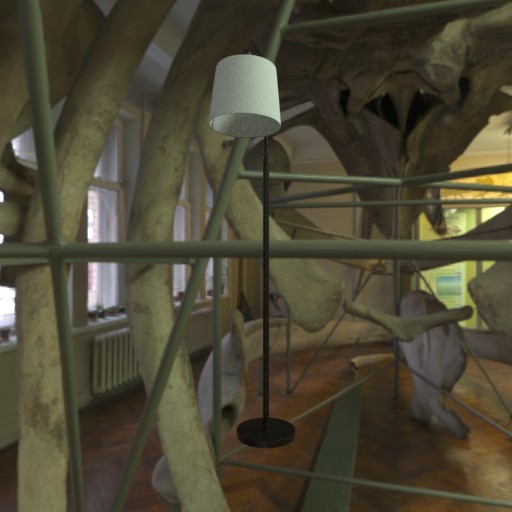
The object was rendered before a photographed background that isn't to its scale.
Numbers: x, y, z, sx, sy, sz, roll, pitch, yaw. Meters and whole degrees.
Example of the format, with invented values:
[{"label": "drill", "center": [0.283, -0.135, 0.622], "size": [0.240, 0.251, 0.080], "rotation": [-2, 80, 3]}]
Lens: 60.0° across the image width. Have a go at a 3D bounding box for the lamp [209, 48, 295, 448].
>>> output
[{"label": "lamp", "center": [0.000, 0.000, 1.691], "size": [0.254, 1.478, 0.508], "rotation": [0, 1, 18]}]
